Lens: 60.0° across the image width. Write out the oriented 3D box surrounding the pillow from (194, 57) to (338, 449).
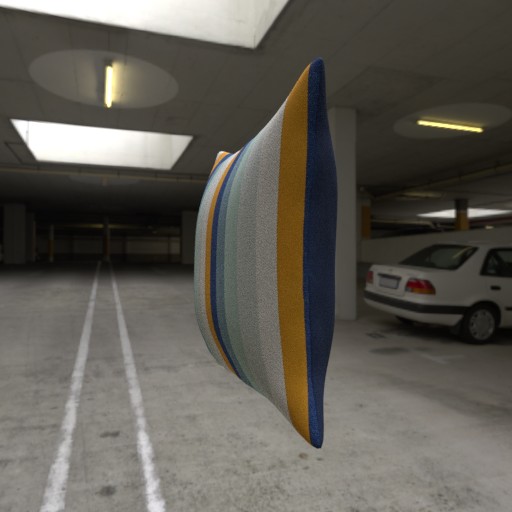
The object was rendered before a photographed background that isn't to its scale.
[{"bbox_3d":[0.000,0.000,0.728,0.173,0.454,0.463,0,-1,-19],"label":"pillow"}]
